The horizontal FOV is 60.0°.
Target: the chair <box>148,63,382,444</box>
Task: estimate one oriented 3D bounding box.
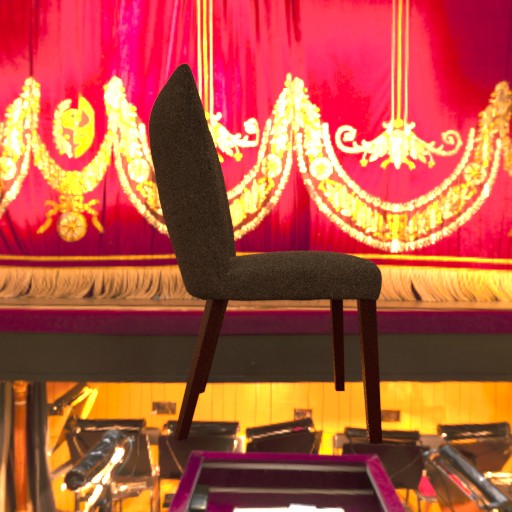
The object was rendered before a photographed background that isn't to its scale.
[{"bbox_3d":[0.000,0.000,1.320,0.623,0.924,0.535,0,-1,0],"label":"chair"}]
